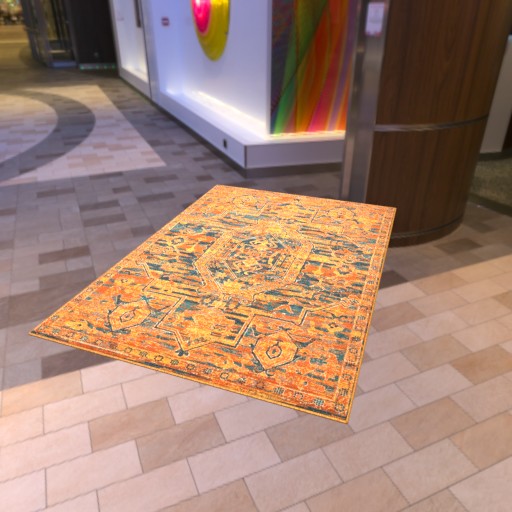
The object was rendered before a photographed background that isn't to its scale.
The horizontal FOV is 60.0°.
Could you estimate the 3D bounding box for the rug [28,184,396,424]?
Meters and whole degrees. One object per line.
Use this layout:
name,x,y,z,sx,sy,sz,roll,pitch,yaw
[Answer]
rug,0.000,0.000,3.717,2.043,0.019,2.916,10,31,17
